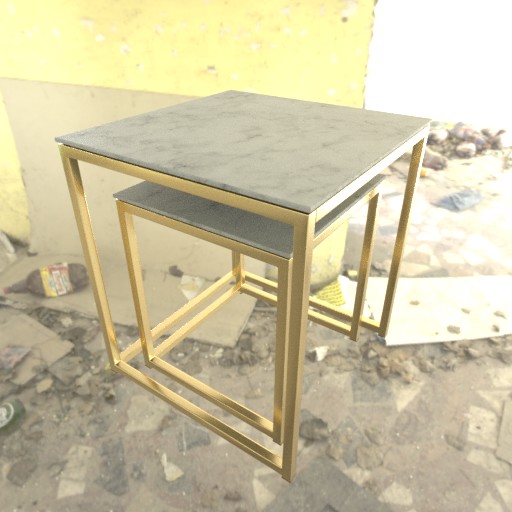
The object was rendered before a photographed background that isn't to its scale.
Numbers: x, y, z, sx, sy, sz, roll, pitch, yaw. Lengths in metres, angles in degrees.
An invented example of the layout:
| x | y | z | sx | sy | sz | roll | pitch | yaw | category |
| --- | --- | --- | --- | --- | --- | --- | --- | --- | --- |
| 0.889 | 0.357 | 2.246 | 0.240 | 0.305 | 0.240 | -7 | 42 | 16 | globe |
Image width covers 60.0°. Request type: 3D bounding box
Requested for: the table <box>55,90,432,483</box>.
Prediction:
| x | y | z | sx | sy | sz | roll | pitch | yaw | category |
| --- | --- | --- | --- | --- | --- | --- | --- | --- | --- |
| 0.000 | 0.000 | 0.865 | 0.450 | 0.500 | 0.450 | 20 | 37 | 29 | table |
